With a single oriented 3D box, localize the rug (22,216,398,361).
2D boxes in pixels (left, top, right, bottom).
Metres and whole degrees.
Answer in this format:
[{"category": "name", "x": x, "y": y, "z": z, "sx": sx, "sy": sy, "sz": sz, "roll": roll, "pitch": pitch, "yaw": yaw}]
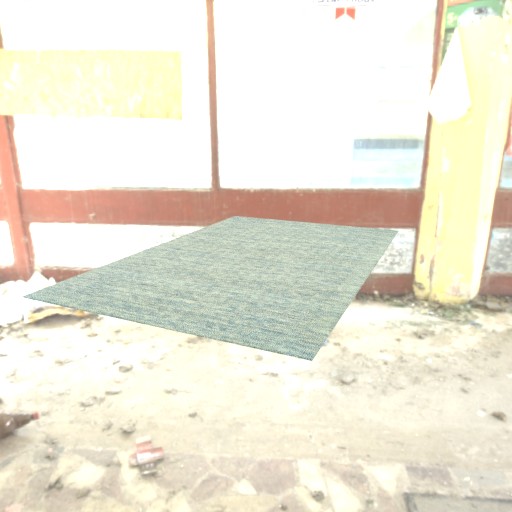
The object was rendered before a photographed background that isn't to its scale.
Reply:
[{"category": "rug", "x": 0.000, "y": 0.000, "z": 2.212, "sx": 1.142, "sy": 0.006, "sz": 1.752, "roll": 7, "pitch": 18, "yaw": 24}]
